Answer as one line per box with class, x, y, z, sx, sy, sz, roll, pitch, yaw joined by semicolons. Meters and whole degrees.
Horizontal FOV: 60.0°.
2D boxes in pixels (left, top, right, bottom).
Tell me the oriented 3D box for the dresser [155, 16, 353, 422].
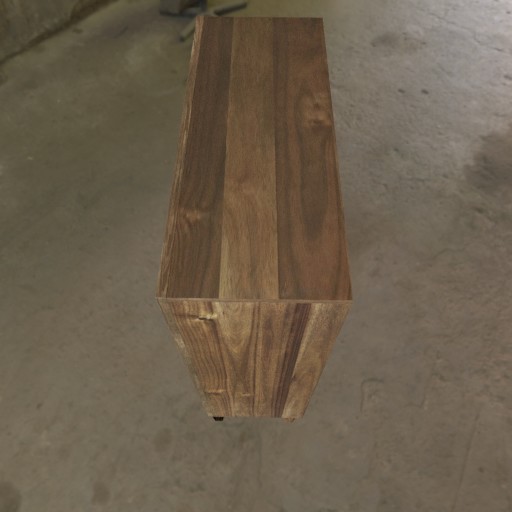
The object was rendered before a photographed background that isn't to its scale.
dresser;0.000;0.000;1.830;0.442;1.393;1.062;1;59;0
